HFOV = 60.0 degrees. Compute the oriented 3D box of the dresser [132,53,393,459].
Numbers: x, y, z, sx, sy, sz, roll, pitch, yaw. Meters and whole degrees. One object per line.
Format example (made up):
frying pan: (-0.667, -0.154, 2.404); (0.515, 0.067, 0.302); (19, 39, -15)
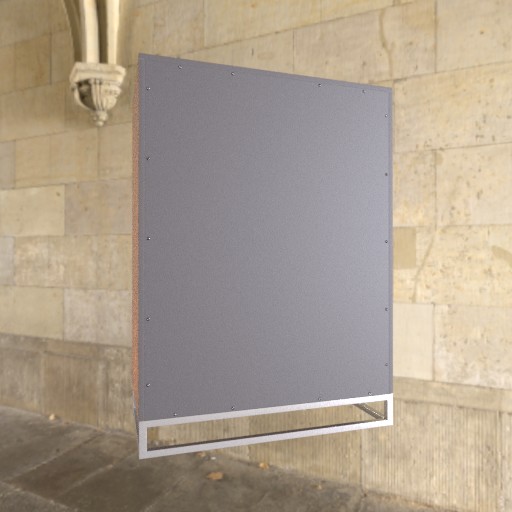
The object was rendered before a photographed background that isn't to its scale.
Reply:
dresser: (0.000, 0.000, 1.827); (0.965, 1.321, 0.508); (0, 0, -18)
